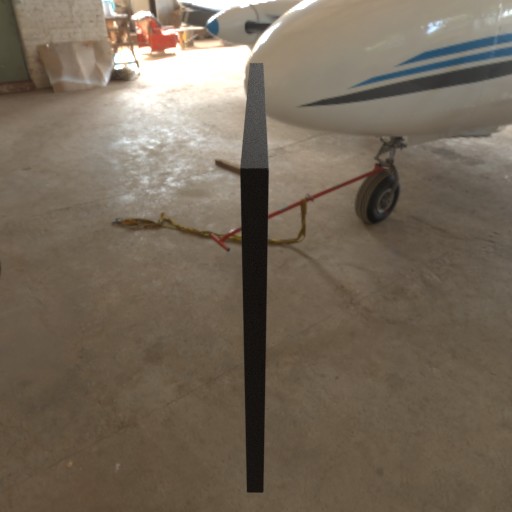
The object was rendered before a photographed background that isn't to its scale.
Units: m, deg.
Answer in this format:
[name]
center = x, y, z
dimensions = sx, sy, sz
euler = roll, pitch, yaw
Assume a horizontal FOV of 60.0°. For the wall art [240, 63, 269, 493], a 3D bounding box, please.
[wall art]
center = 0.000, 0.000, 1.099
dimensions = 0.037, 0.763, 0.763
euler = 0, 33, 0
